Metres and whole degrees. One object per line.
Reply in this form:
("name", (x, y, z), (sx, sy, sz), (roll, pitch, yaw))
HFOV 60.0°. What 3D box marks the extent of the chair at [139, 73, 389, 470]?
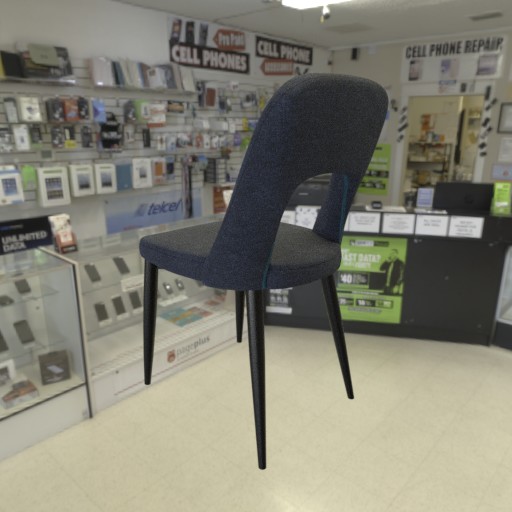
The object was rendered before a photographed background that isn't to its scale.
("chair", (0.000, 0.000, 1.274), (0.612, 0.931, 0.470), (16, 23, 42))
